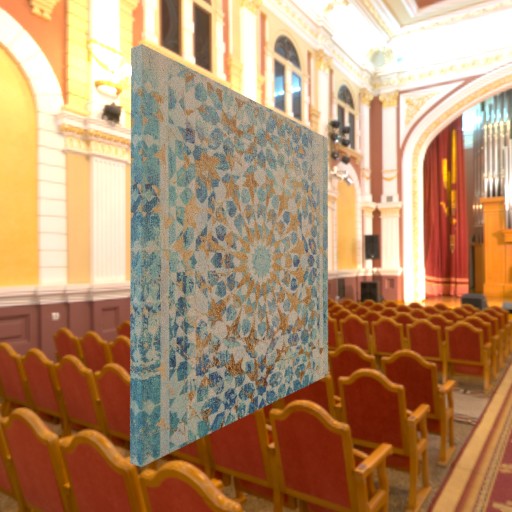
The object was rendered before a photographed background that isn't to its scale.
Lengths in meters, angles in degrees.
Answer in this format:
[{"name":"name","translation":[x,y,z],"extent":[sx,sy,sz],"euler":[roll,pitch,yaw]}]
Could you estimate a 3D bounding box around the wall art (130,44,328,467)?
[{"name":"wall art","translation":[0.000,0.000,1.343],"extent":[0.040,0.916,0.916],"euler":[0,0,35]}]
